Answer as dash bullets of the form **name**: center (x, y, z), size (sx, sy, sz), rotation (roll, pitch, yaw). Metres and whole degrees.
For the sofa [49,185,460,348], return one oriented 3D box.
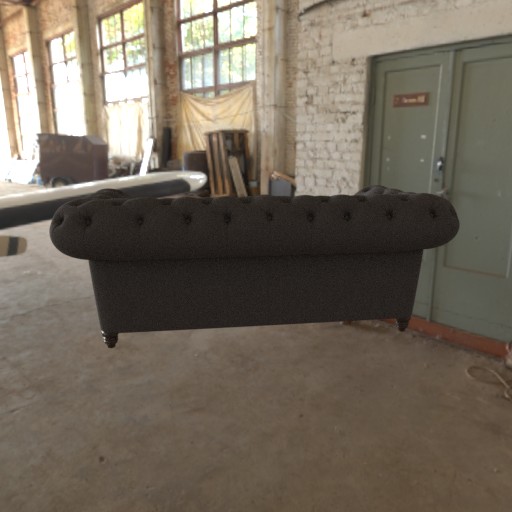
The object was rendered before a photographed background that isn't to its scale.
- **sofa**: center (0.000, 0.000, 2.514), size (1.998, 0.764, 0.986), rotation (-2, 14, -7)
